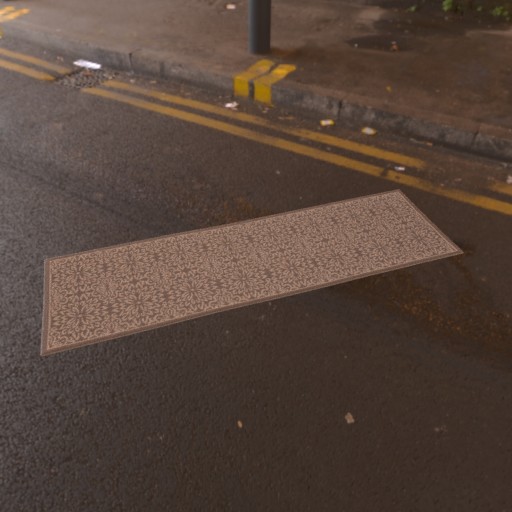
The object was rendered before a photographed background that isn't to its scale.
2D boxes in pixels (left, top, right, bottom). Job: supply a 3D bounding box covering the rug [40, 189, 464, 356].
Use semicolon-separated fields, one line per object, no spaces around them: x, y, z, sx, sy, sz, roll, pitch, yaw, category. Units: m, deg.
0.000;0.000;2.422;2.196;0.011;0.662;-12;43;-13;rug
